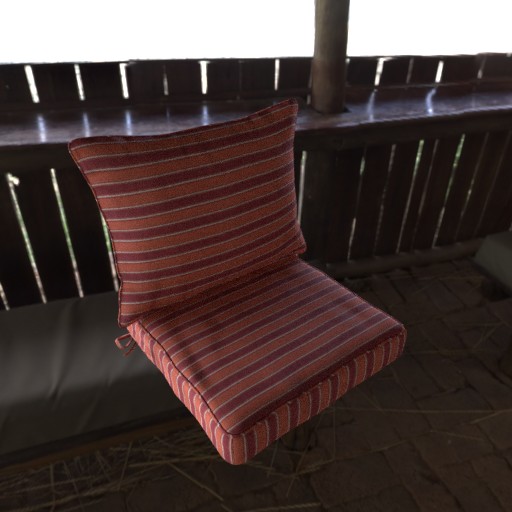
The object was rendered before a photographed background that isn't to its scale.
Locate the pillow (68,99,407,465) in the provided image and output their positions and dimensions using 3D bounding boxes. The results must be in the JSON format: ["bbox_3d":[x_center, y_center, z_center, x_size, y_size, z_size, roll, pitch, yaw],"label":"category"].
[{"bbox_3d":[0.000,0.000,1.345,0.799,0.723,0.733,-22,38,-30],"label":"pillow"}]
